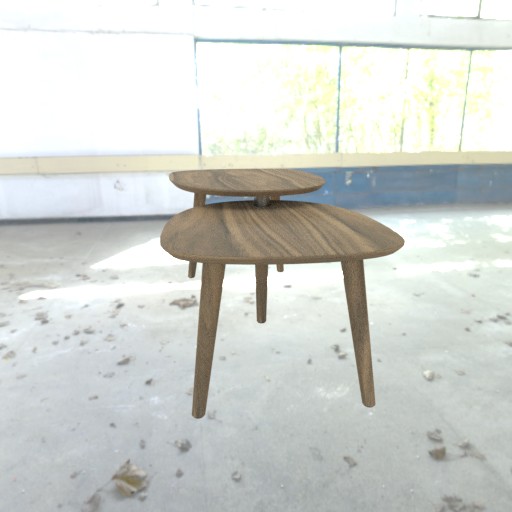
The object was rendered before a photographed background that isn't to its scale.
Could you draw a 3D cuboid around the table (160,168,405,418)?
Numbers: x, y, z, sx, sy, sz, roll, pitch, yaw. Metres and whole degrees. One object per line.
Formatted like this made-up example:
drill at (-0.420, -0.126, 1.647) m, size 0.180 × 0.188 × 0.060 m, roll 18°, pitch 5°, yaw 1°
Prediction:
table at (0.000, 0.000, 1.359) m, size 0.527 × 0.429 × 1.084 m, roll -2°, pitch 17°, yaw -8°
